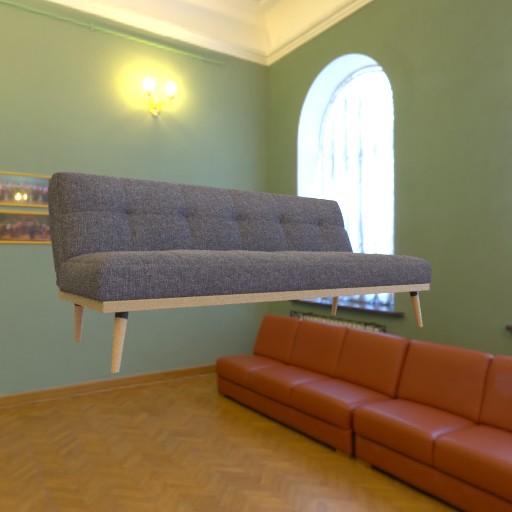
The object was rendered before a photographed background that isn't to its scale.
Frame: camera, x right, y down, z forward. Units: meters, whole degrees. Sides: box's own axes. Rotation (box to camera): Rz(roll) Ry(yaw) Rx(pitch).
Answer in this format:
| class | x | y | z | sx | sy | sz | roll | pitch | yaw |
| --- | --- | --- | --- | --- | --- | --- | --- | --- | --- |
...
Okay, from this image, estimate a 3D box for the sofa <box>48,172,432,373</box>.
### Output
| class | x | y | z | sx | sy | sz | roll | pitch | yaw |
| --- | --- | --- | --- | --- | --- | --- | --- | --- | --- |
| sofa | 0.000 | 0.000 | 2.245 | 1.820 | 0.770 | 0.820 | 0 | 0 | -35 |
